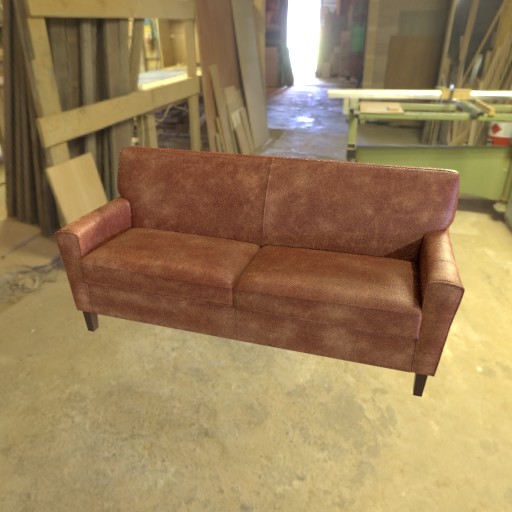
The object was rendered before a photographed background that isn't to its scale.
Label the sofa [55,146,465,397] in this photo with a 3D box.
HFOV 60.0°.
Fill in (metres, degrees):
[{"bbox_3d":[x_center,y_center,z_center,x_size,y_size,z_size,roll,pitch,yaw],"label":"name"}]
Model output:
[{"bbox_3d":[0.000,0.000,2.497,2.053,0.947,0.805,8,27,15],"label":"sofa"}]
